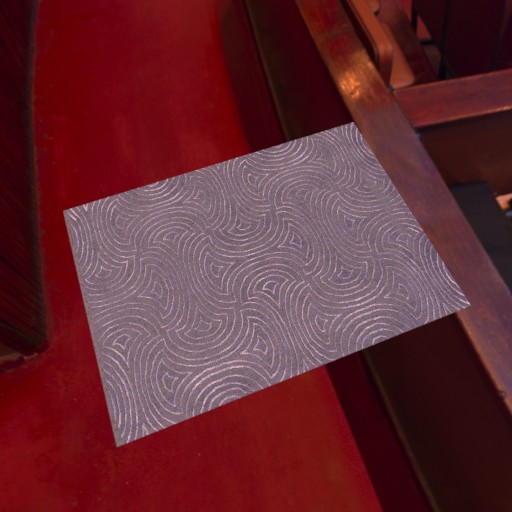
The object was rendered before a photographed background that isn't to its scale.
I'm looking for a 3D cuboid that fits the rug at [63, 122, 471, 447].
[{"bbox_3d":[0.000,0.000,2.787,2.144,0.015,1.543,-19,65,-9],"label":"rug"}]
